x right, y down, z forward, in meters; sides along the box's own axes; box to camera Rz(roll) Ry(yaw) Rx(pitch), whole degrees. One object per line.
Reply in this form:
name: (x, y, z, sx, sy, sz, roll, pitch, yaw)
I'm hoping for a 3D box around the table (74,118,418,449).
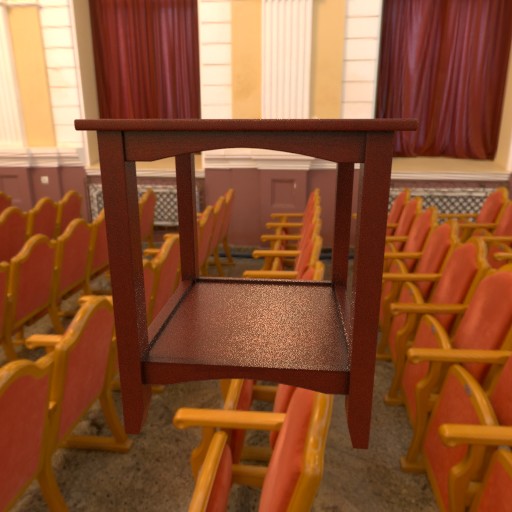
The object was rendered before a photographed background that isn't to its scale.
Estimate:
table: (0.000, 0.000, 0.957, 0.522, 0.558, 0.523, 2, 17, 7)
